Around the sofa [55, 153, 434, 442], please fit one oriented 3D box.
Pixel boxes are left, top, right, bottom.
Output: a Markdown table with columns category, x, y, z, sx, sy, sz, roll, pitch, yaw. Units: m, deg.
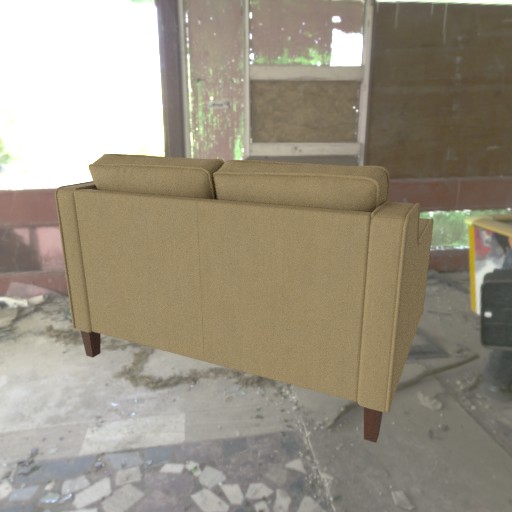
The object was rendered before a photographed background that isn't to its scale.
| category | x | y | z | sx | sy | sz | roll | pitch | yaw |
| --- | --- | --- | --- | --- | --- | --- | --- | --- | --- |
| sofa | 0.000 | 0.000 | 2.147 | 1.501 | 0.971 | 0.987 | 8 | 18 | 25 |
